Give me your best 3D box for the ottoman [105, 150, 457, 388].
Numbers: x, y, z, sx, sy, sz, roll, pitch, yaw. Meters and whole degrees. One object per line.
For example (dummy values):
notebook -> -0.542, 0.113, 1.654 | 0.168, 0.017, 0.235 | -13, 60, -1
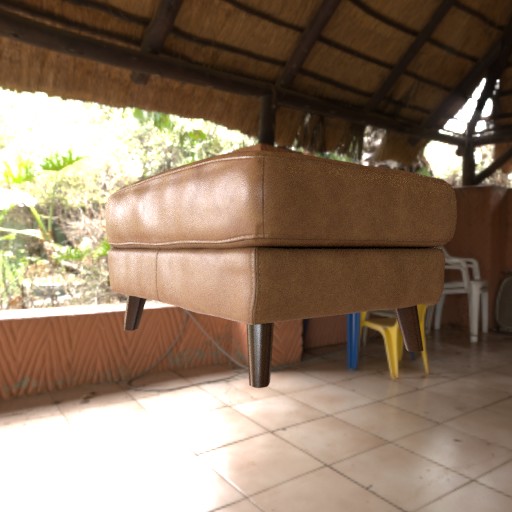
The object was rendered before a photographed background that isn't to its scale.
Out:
ottoman -> 0.000, 0.000, 1.225 | 0.630, 0.461, 0.869 | -1, 1, -36
